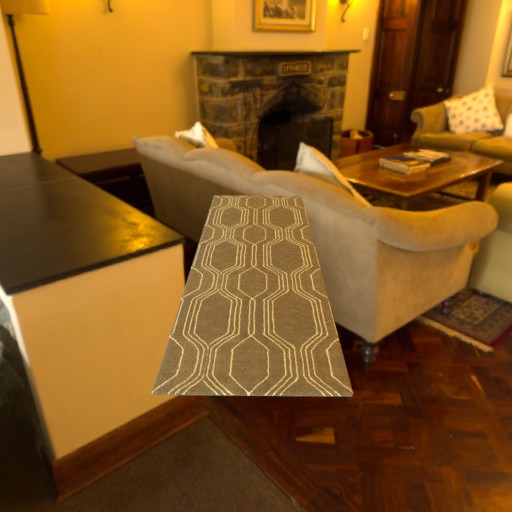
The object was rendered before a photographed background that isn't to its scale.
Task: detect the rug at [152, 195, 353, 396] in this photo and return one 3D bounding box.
[{"bbox_3d":[0.000,0.000,2.805,0.773,0.012,2.464,0,25,1],"label":"rug"}]
